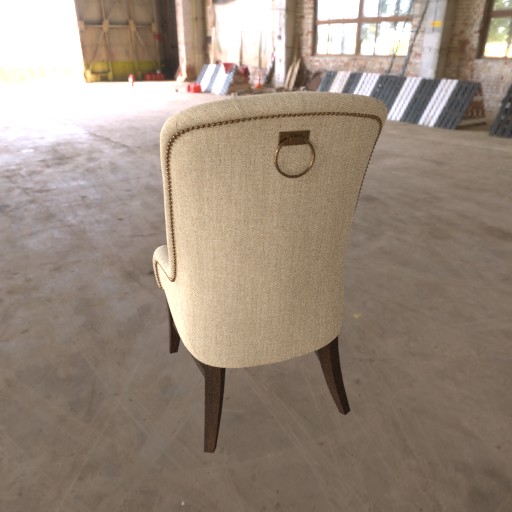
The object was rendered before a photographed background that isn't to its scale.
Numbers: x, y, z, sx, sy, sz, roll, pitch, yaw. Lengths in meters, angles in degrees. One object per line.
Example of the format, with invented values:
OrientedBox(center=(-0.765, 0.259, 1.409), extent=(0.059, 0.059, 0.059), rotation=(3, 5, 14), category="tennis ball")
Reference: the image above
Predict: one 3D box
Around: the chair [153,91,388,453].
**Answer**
OrientedBox(center=(0.000, 0.000, 1.497), extent=(0.634, 1.091, 0.629), rotation=(-9, 27, -18), category="chair")
